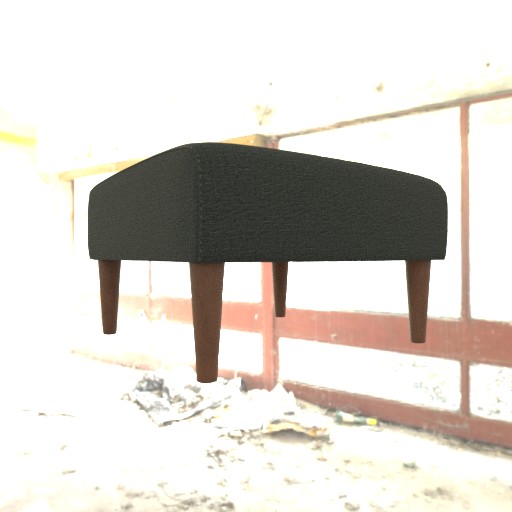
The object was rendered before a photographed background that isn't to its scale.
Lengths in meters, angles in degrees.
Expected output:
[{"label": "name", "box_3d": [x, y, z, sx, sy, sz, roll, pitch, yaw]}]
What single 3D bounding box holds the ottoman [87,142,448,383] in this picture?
[{"label": "ottoman", "box_3d": [0.000, 0.000, 1.078, 0.650, 0.398, 0.649, 0, 0, -35]}]
